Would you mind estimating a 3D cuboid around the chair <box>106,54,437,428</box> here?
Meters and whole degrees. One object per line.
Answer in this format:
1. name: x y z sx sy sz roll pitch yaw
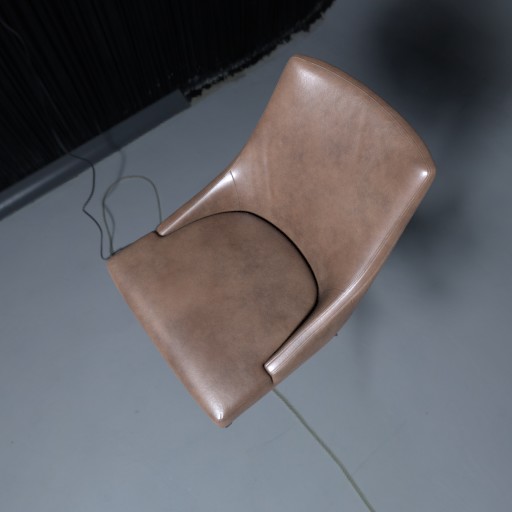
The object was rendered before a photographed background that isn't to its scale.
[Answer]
1. chair: 0.000 0.000 1.482 0.861 0.909 0.701 -35 68 -16
